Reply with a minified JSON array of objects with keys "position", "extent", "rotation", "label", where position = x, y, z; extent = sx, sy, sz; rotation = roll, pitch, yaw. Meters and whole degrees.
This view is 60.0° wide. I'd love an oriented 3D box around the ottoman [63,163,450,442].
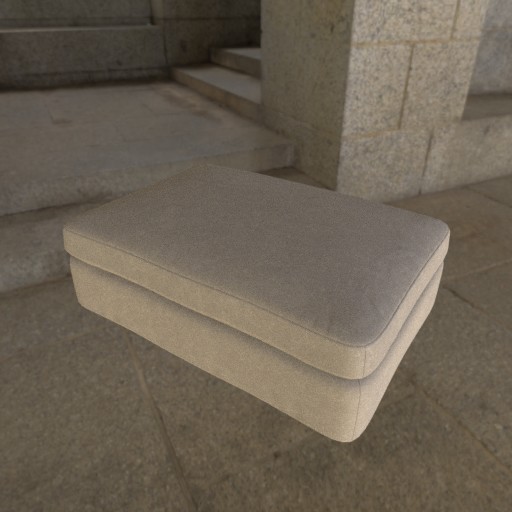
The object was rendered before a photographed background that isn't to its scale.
[{"position":[0.000,0.000,1.656],"extent":[1.199,0.429,0.840],"rotation":[19,36,29],"label":"ottoman"}]
